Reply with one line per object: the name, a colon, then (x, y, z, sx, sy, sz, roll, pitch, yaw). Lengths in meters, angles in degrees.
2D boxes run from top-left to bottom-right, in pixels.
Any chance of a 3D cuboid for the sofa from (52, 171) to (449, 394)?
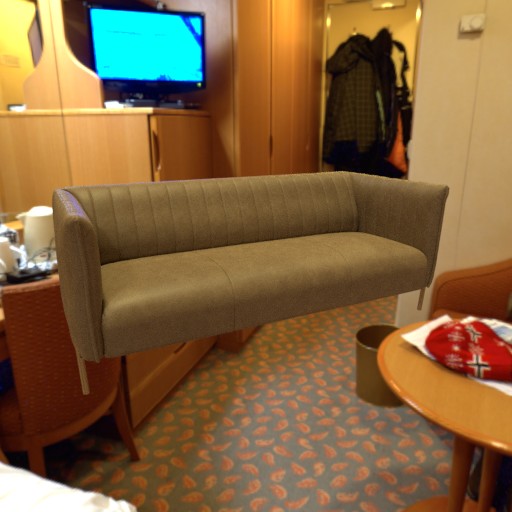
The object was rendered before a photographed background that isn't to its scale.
sofa: (0.000, 0.000, 2.426, 1.980, 0.779, 0.876, -8, 18, -26)
